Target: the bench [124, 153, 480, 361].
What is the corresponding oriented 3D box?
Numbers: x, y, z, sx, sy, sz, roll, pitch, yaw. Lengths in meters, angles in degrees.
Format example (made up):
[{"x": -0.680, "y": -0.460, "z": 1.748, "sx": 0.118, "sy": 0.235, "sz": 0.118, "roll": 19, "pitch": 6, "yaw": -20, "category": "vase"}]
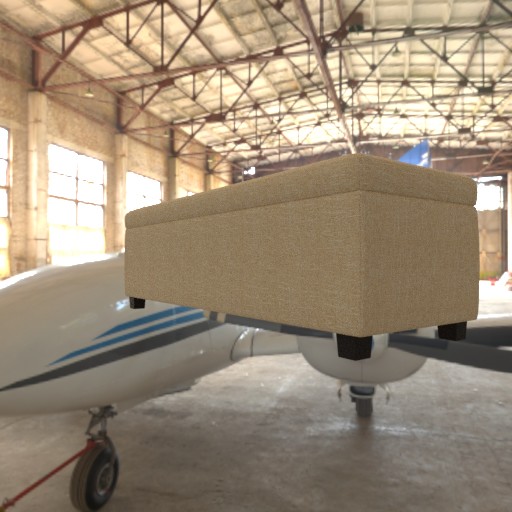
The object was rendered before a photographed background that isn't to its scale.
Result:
[{"x": 0.000, "y": 0.000, "z": 1.411, "sx": 0.432, "sy": 0.406, "sz": 1.219, "roll": 1, "pitch": -1, "yaw": -36, "category": "bench"}]
